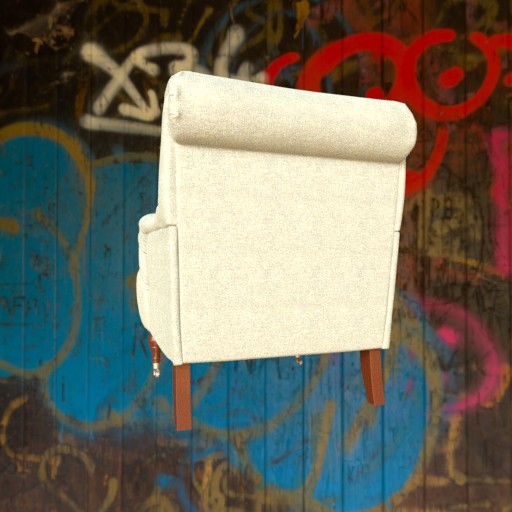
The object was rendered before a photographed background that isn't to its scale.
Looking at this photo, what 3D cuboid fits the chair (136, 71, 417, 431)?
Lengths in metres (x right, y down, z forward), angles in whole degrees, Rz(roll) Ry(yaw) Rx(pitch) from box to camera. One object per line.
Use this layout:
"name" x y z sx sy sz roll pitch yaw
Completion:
"chair" 0.000 0.000 1.964 0.964 1.178 1.060 0 -1 -20
